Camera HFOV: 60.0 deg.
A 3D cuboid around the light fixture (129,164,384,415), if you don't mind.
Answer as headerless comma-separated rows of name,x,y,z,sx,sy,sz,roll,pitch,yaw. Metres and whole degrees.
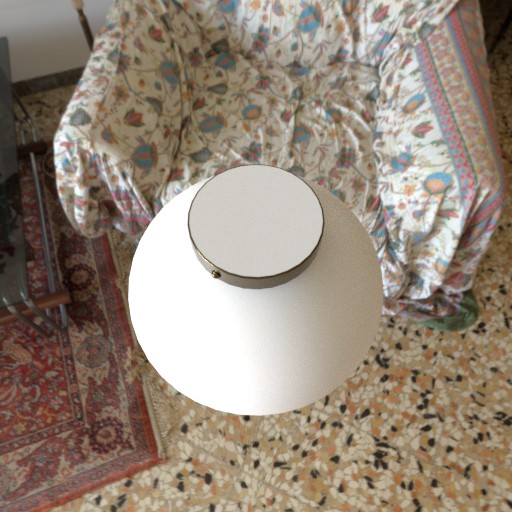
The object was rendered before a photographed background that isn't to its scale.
light fixture,0.000,0.000,0.557,0.355,0.177,0.355,0,61,0
